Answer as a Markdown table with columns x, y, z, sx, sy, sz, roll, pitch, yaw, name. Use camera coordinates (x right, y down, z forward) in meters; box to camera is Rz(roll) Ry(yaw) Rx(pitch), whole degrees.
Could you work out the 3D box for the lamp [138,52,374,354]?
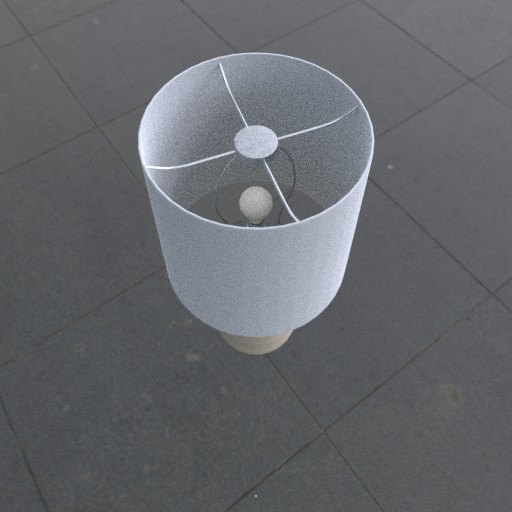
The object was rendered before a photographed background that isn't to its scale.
| x | y | z | sx | sy | sz | roll | pitch | yaw | name |
| --- | --- | --- | --- | --- | --- | --- | --- | --- | --- |
| 0.000 | 0.000 | 0.471 | 0.186 | 0.369 | 0.186 | 0 | 62 | 0 | lamp |
